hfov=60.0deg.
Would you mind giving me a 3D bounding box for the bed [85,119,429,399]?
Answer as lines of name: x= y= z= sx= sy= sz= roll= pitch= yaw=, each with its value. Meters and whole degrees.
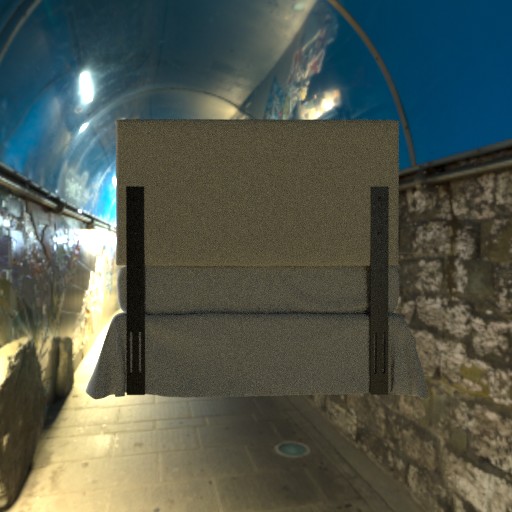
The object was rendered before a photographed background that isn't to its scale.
bed: x=0.000 y=0.000 z=3.545 sx=1.936 sy=1.577 sz=2.222 roll=0 pitch=0 yaw=0
